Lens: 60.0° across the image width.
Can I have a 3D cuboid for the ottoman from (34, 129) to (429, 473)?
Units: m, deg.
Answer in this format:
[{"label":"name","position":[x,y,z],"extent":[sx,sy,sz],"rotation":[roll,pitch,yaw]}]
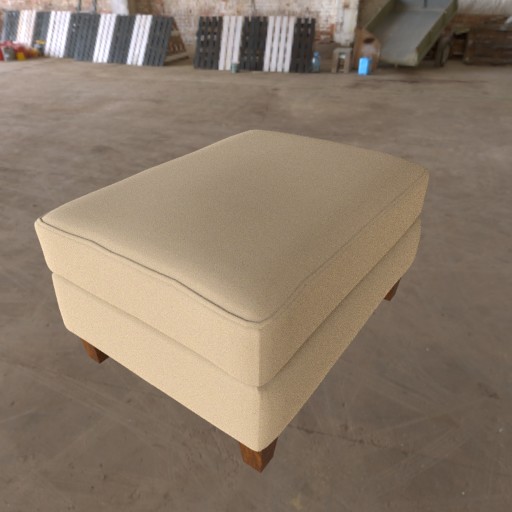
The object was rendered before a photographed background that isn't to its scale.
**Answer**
[{"label":"ottoman","position":[0.000,0.000,1.168],"extent":[0.634,0.485,0.818],"rotation":[21,38,30]}]
